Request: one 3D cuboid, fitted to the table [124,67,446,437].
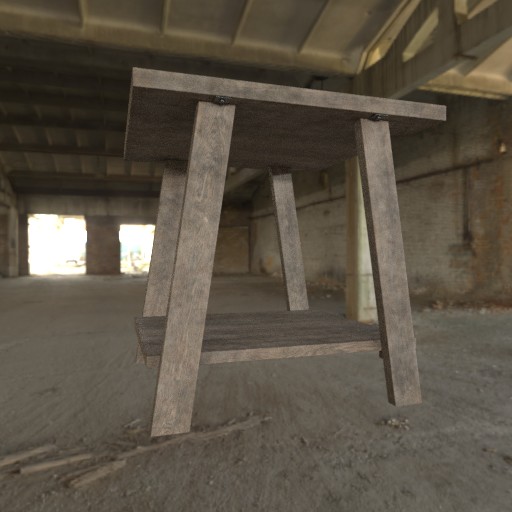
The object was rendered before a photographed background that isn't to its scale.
[{"bbox_3d":[0.000,0.000,1.093,0.610,0.610,0.610,0,0,-18],"label":"table"}]
